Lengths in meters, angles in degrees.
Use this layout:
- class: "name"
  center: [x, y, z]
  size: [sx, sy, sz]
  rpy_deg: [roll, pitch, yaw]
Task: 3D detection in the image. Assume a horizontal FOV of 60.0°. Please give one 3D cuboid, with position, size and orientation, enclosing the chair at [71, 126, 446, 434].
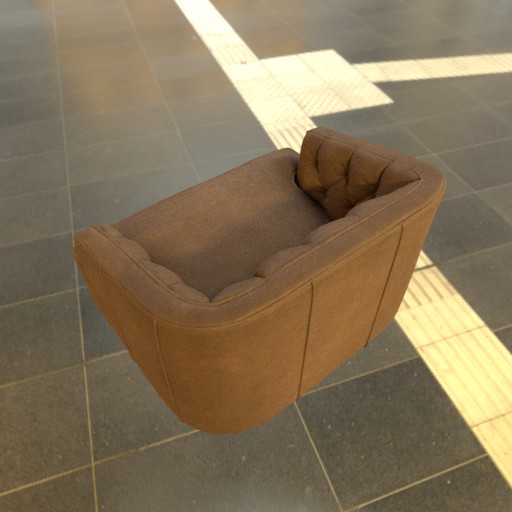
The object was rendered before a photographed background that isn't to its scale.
- class: "chair"
  center: [0.000, 0.000, 1.685]
  size: [1.118, 0.787, 0.914]
  rpy_deg: [-30, 53, -26]
